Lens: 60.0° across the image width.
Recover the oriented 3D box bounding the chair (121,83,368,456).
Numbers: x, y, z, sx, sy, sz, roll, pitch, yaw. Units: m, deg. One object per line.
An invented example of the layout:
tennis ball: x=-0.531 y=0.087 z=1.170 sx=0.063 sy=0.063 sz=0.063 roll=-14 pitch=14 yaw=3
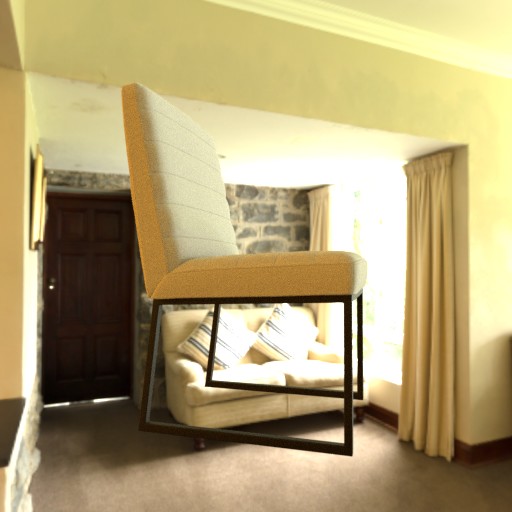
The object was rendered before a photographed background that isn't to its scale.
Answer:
chair: x=0.000 y=0.000 z=1.327 sx=0.634 sy=0.930 sz=0.520 roll=0 pitch=-1 yaw=17
